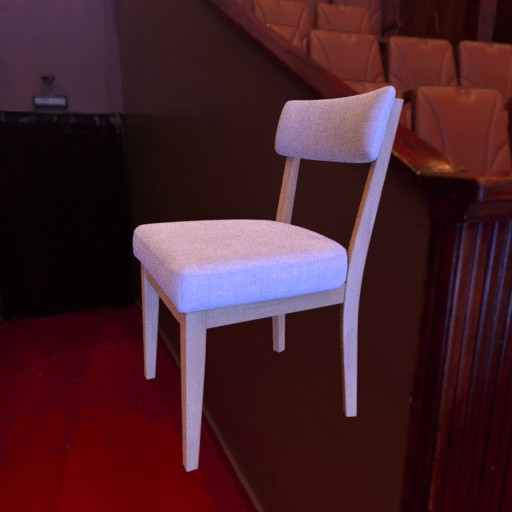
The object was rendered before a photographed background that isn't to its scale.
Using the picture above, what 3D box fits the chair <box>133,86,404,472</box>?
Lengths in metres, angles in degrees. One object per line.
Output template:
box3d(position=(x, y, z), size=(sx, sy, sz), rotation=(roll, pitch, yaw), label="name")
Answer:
box3d(position=(0.000, 0.000, 1.187), size=(0.572, 0.832, 0.508), rotation=(-7, 16, -24), label="chair")
